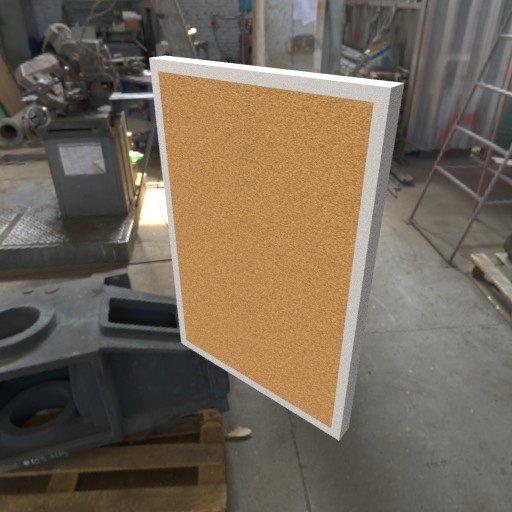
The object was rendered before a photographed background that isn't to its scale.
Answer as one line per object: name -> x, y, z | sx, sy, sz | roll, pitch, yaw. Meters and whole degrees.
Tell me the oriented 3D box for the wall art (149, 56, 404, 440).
wall art -> 0.000, 0.000, 0.836 | 0.450, 0.657, 0.038 | 22, 37, 33
